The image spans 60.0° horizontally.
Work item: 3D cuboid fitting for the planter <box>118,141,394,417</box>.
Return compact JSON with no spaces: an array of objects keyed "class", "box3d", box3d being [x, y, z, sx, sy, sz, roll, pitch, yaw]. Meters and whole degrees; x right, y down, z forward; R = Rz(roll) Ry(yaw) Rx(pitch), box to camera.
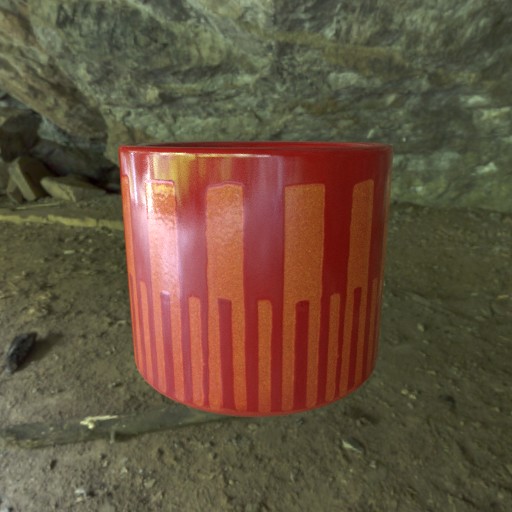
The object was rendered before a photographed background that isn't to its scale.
[{"class":"planter","box3d":[0.000,0.000,0.410,0.230,0.202,0.230,0,16,0]}]
